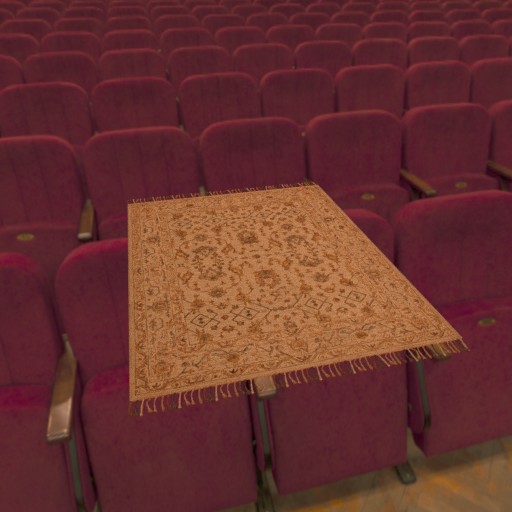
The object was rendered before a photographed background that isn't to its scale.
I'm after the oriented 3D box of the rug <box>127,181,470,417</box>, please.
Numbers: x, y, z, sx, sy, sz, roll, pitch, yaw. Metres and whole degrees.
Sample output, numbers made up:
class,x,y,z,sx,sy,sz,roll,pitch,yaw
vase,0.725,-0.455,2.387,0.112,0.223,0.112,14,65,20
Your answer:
class,x,y,z,sx,sy,sz,roll,pitch,yaw
rug,0.000,0.000,2.268,1.278,0.009,1.726,-8,33,-12
